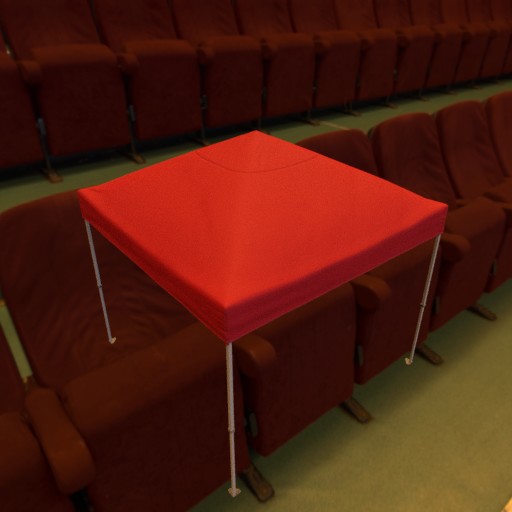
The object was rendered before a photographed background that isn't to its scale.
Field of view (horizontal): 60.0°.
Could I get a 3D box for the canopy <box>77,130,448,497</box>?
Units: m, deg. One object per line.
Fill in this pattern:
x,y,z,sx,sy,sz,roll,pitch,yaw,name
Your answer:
0.000,0.000,5.350,2.996,2.997,2.998,-22,36,-33,canopy
